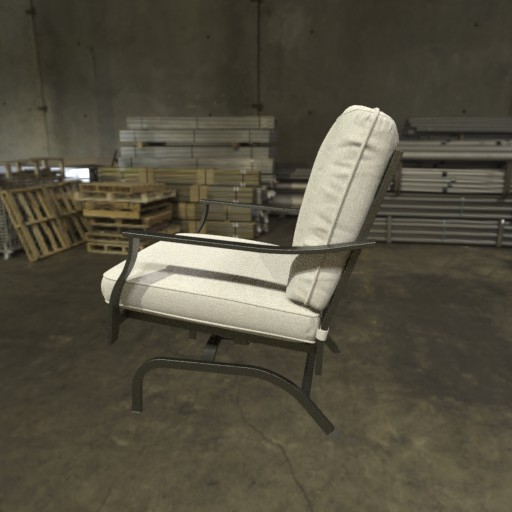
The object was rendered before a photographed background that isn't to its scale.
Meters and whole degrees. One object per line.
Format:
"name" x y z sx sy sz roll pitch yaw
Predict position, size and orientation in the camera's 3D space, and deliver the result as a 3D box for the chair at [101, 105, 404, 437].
"chair" 0.000 0.000 1.392 0.787 0.860 0.650 3 15 11
